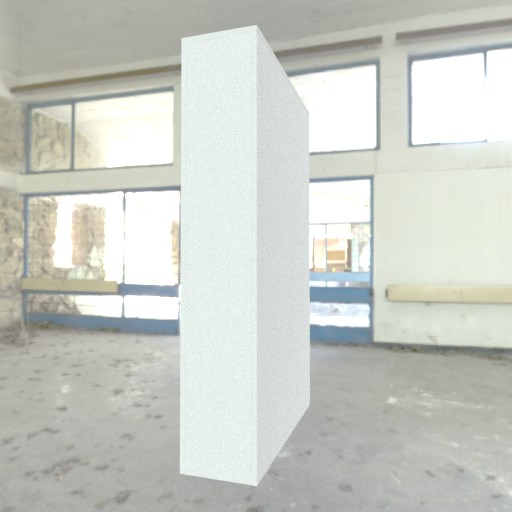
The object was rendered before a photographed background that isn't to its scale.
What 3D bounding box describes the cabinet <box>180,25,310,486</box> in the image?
[{"bbox_3d":[0.000,0.000,1.624,0.250,1.280,0.750,0,-1,18],"label":"cabinet"}]
